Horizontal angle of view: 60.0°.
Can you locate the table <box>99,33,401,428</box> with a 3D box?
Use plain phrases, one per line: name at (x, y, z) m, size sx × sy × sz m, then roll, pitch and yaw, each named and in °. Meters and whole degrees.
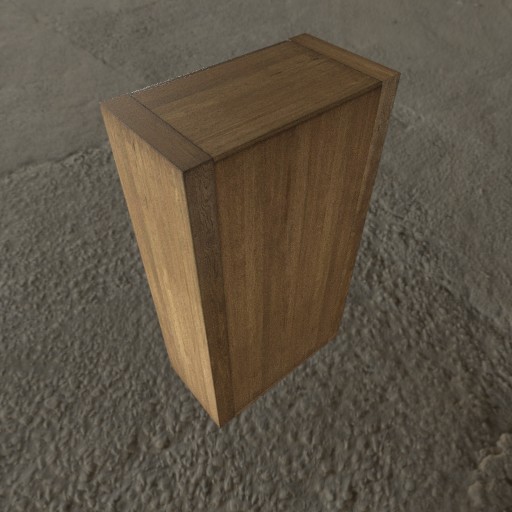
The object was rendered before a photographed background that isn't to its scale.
table at (0.000, 0.000, 2.518) m, size 1.100 × 2.000 × 0.600 m, roll -31°, pitch 54°, yaw -26°
